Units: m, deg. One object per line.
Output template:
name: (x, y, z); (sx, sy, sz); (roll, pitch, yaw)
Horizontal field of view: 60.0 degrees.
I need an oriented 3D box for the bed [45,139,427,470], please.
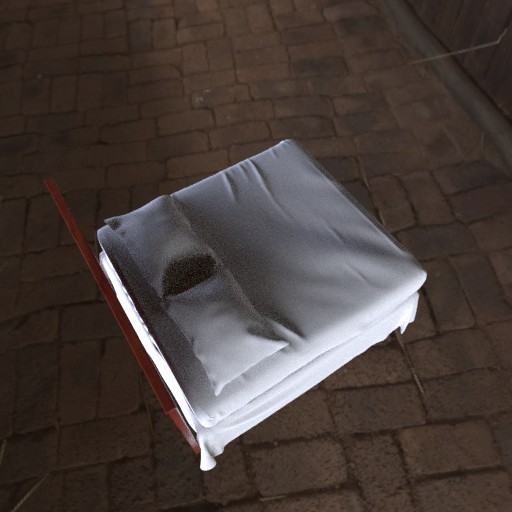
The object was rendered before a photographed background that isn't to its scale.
bed: (0.000, 0.000, 3.182); (2.050, 1.270, 1.870); (-29, 62, -17)
